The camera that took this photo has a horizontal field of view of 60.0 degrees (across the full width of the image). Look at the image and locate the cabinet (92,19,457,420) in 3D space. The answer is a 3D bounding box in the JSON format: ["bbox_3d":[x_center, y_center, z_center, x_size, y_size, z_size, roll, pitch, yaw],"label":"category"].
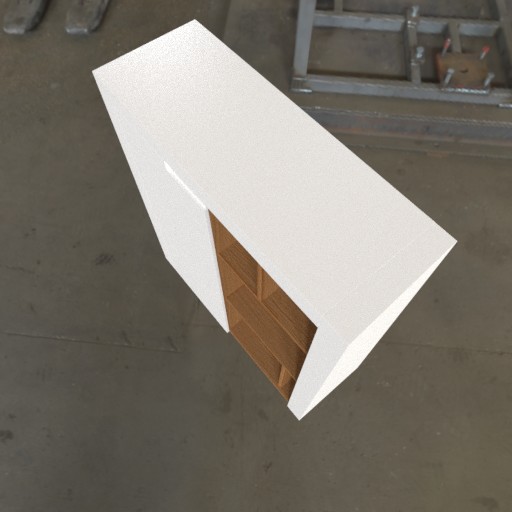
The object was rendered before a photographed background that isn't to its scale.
[{"bbox_3d":[0.000,0.000,1.597,0.348,1.150,0.990,-36,68,-17],"label":"cabinet"}]
